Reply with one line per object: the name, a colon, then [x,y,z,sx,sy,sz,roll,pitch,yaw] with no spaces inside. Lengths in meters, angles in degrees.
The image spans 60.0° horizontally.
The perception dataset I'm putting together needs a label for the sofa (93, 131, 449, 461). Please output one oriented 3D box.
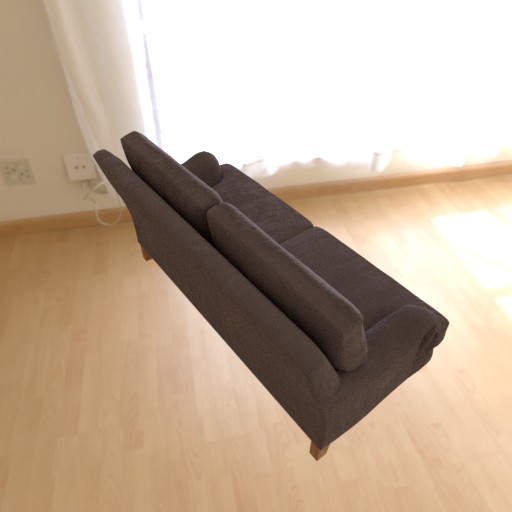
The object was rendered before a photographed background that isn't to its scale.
sofa: [0.000,0.000,2.778,1.086,1.087,2.165,-27,48,-27]
